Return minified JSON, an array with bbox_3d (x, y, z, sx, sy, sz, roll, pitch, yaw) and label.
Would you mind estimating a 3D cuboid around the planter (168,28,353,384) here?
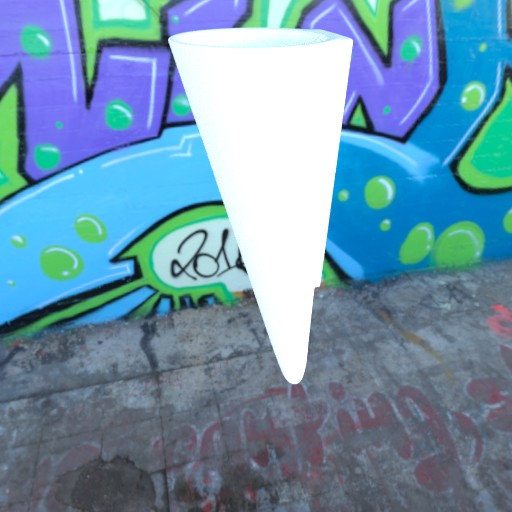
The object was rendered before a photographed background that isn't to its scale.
[{"bbox_3d":[0.000,0.000,0.216,0.064,0.193,0.057,-8,34,-13],"label":"planter"}]
